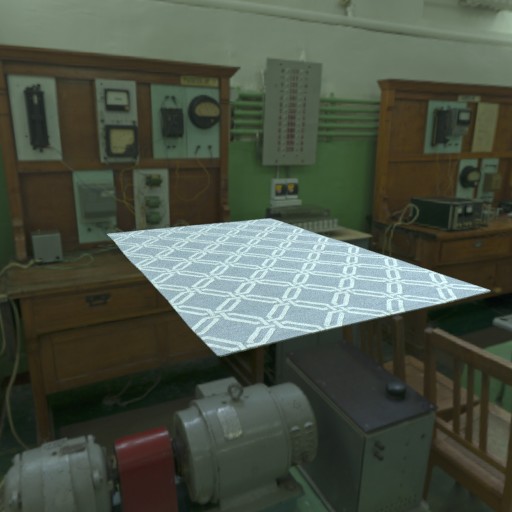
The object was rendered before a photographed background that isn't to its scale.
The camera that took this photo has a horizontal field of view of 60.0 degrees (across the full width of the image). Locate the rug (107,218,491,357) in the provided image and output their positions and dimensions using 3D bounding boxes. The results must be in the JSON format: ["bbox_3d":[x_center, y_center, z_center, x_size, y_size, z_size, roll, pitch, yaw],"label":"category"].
[{"bbox_3d":[0.000,0.000,2.198,1.148,0.010,1.754,-8,17,-26],"label":"rug"}]
